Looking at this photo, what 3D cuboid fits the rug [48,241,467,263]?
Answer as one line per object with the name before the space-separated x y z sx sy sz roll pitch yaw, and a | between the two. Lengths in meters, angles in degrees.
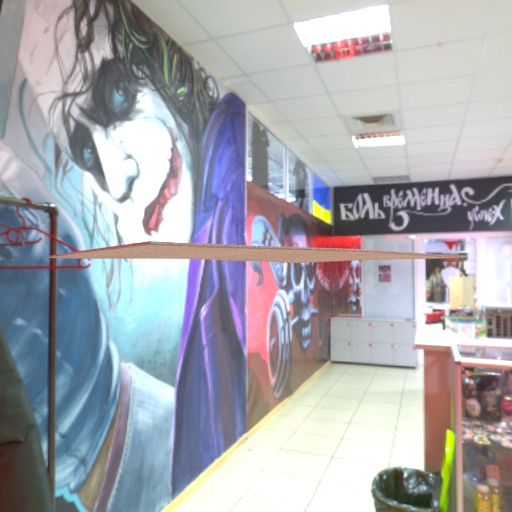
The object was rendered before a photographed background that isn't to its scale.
rug | 0.000 0.000 4.241 3.202 0.045 2.434 2 -3 -36
